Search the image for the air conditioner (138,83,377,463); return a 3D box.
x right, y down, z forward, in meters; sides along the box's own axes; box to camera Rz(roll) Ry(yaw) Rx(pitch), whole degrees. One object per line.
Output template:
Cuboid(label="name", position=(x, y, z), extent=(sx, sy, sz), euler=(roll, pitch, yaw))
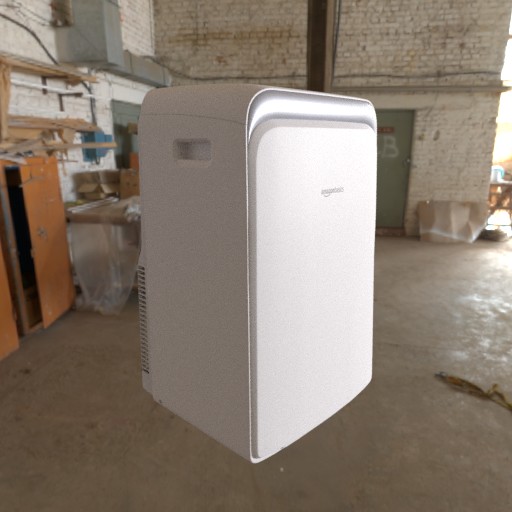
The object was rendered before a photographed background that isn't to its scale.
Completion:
Cuboid(label="air conditioner", position=(0.000, 0.000, 1.079), extent=(0.467, 0.765, 0.478), euler=(14, 20, 43))
